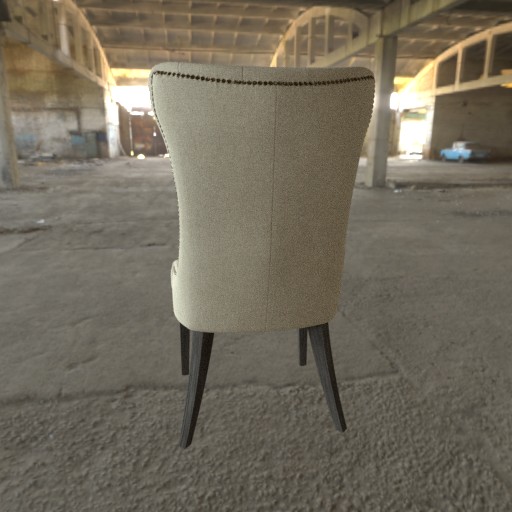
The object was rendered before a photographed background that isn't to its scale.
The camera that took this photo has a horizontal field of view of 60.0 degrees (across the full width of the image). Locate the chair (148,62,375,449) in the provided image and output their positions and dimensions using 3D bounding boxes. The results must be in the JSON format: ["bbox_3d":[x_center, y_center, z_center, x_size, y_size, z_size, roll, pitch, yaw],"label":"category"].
[{"bbox_3d":[0.000,0.000,1.400,0.584,1.065,0.590,-2,15,-9],"label":"chair"}]
